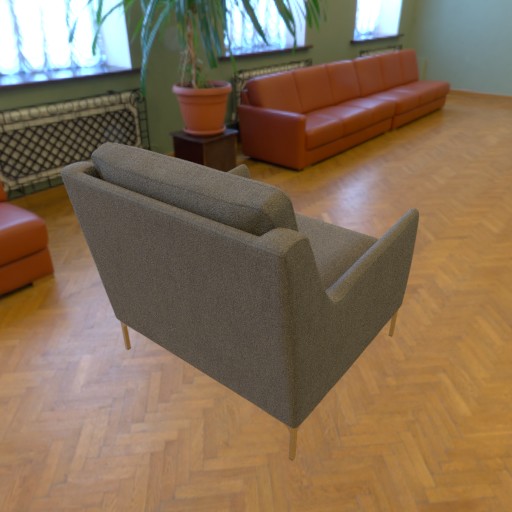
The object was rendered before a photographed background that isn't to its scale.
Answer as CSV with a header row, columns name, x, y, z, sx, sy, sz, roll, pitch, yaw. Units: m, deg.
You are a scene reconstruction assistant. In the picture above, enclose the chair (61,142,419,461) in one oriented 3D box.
name,x,y,z,sx,sy,sz,roll,pitch,yaw
chair,0.000,0.000,1.543,0.847,0.828,0.849,21,36,33
